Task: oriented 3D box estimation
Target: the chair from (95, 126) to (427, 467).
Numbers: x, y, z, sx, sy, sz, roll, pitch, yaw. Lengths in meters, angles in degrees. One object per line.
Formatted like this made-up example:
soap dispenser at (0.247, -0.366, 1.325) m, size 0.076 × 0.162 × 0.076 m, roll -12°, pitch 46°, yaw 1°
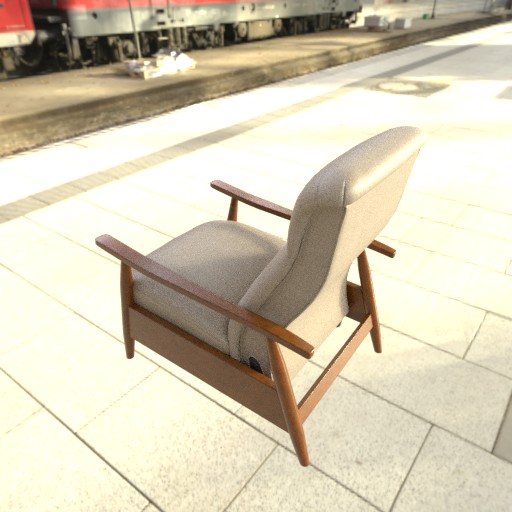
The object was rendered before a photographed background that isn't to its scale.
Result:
chair at (0.000, 0.000, 1.798) m, size 1.032 × 1.082 × 0.762 m, roll 20°, pitch 37°, yaw 29°
